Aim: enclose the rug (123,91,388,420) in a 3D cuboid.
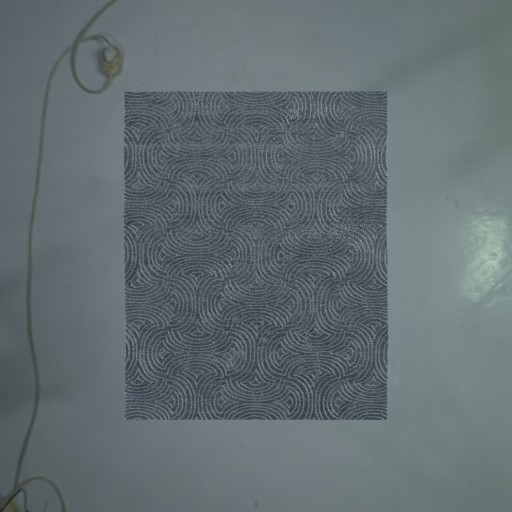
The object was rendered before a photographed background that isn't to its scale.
[{"bbox_3d":[0.000,0.000,4.109,2.456,0.021,3.042,0,90,0],"label":"rug"}]
